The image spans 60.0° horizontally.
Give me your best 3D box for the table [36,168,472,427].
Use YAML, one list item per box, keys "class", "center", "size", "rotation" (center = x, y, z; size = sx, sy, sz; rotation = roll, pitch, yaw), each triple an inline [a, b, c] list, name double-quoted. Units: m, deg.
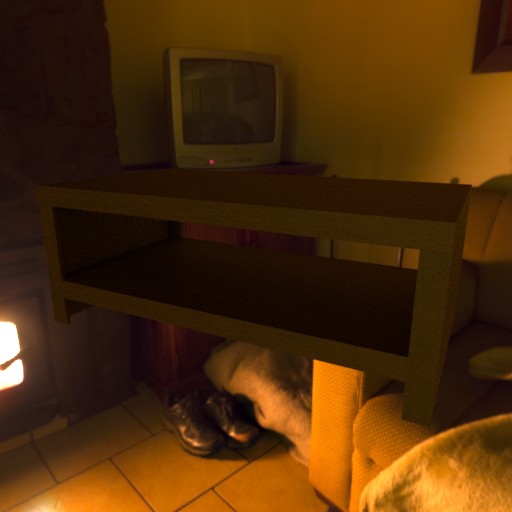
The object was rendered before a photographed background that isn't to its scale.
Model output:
- class: "table"
  center: [0.000, 0.000, 1.331]
  size: [1.099, 0.424, 0.597]
  rotation: [8, 18, 26]
